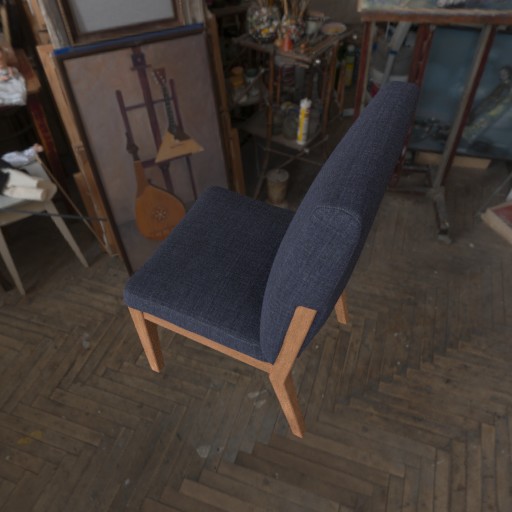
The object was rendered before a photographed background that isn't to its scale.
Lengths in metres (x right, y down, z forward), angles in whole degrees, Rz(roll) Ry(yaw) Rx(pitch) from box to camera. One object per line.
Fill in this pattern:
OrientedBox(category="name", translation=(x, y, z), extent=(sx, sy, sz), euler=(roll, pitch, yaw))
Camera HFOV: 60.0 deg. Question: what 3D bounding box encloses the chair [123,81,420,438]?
OrientedBox(category="chair", translation=(0.000, 0.000, 1.221), extent=(0.586, 0.911, 0.507), euler=(19, 50, 16))
